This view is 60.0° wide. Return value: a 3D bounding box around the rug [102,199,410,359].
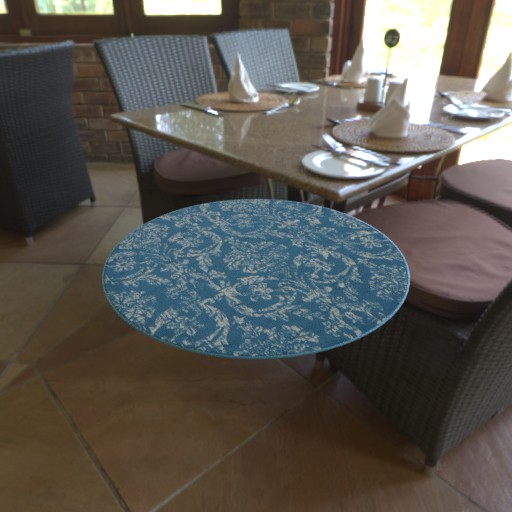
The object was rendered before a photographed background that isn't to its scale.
[{"bbox_3d":[0.000,0.000,2.394,1.593,0.012,1.593,0,30,0],"label":"rug"}]
